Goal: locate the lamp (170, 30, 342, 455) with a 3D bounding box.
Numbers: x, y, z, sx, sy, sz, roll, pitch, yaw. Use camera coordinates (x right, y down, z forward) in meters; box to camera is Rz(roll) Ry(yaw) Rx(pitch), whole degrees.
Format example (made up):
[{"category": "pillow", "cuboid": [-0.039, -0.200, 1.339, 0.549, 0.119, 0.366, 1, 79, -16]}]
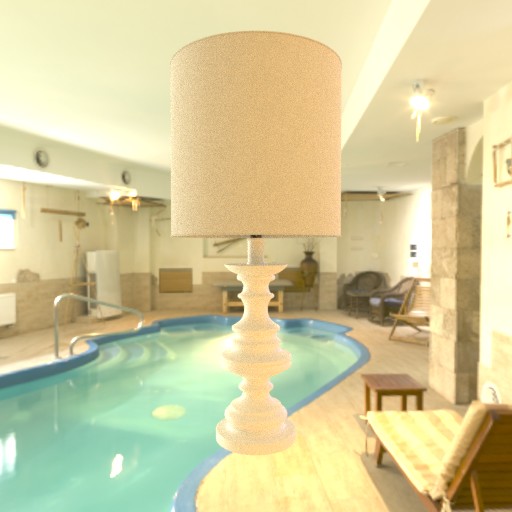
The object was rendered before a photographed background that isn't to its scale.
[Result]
[{"category": "lamp", "cuboid": [0.000, 0.000, 0.552, 0.208, 0.455, 0.208, 0, 1, 2]}]
